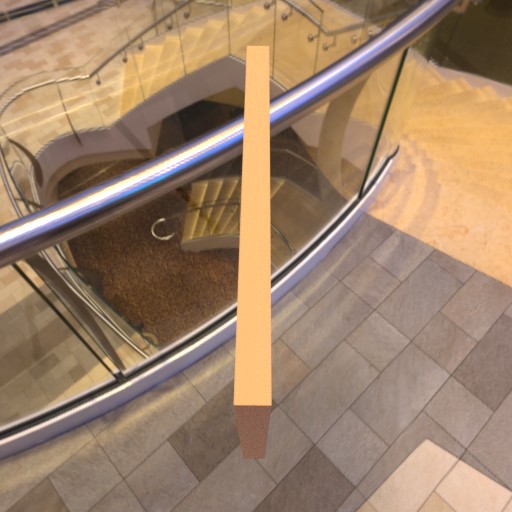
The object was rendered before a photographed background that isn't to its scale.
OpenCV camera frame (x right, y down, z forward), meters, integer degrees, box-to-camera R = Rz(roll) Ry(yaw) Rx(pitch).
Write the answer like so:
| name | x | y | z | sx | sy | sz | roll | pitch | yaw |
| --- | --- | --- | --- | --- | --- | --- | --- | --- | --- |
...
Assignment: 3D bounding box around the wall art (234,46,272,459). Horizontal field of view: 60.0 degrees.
| name | x | y | z | sx | sy | sz | roll | pitch | yaw |
| --- | --- | --- | --- | --- | --- | --- | --- | --- | --- |
| wall art | 0.000 | 0.000 | 0.788 | 0.039 | 0.407 | 0.609 | 1 | 58 | 0 |
